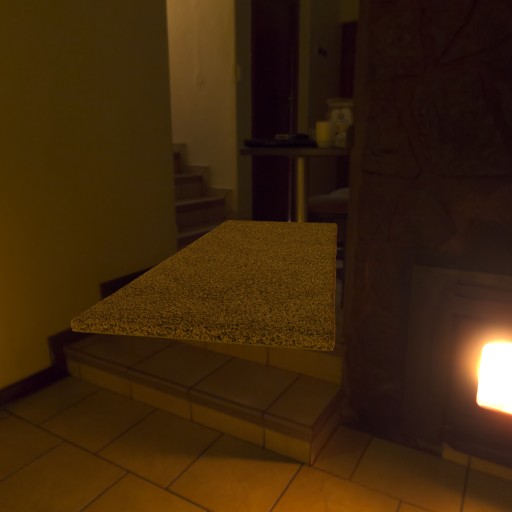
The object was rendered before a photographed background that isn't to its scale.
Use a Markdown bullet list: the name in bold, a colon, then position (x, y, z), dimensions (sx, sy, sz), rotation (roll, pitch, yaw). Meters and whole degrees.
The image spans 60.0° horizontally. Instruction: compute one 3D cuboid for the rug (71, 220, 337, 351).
- **rug**: position (0.000, 0.000, 1.704), dimensions (0.609, 0.030, 1.524), rotation (2, 14, 10)
